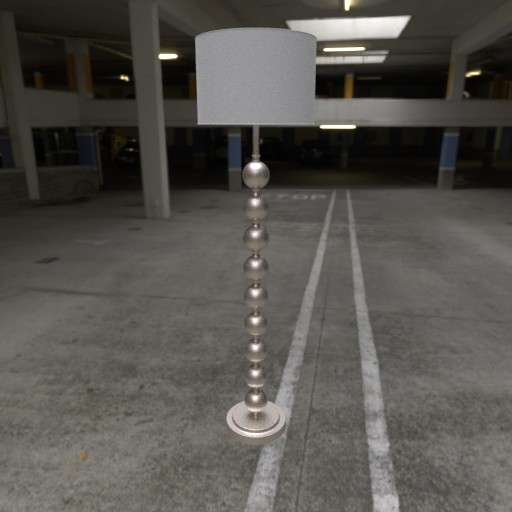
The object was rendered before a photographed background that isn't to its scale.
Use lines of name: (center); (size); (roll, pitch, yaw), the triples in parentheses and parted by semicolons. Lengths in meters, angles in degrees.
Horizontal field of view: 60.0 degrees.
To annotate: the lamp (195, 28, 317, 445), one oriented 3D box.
lamp: (0.000, 0.000, 1.647); (0.394, 1.474, 0.394); (3, 17, 10)
